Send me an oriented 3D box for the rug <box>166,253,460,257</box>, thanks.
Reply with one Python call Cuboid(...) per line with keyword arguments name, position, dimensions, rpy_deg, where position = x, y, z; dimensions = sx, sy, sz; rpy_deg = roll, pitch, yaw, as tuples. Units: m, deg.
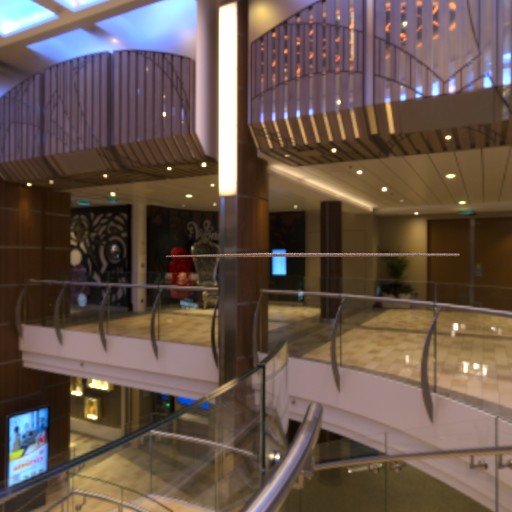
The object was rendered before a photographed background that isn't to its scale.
Cuboid(name="rug", position=(0.000, 0.000, 2.666), dimensions=(0.762, 0.008, 2.439), rpy_deg=(0, 0, -19))
